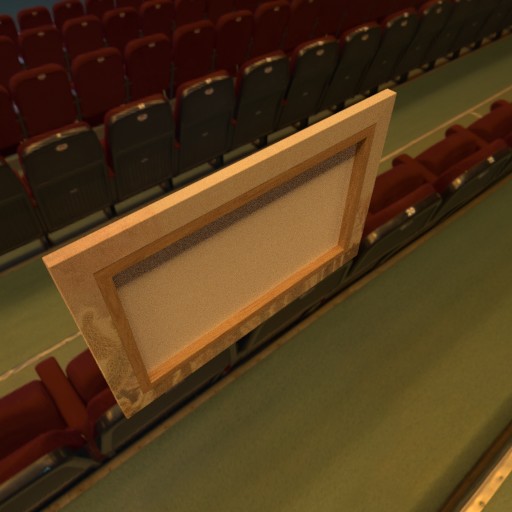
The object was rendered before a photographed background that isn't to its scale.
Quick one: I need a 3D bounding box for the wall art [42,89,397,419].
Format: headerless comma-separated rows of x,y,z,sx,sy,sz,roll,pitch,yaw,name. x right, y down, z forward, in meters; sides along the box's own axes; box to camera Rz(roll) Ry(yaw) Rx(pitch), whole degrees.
0.000,0.000,1.444,1.142,0.758,0.041,-32,55,-26,wall art
